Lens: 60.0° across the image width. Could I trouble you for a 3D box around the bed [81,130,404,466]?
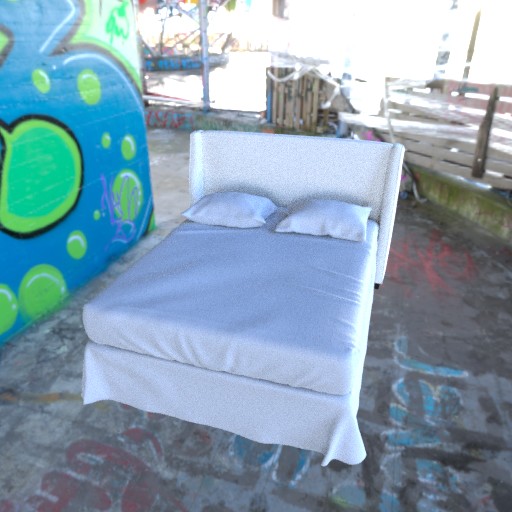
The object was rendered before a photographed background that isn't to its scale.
[{"bbox_3d":[0.000,0.000,3.310,1.925,1.332,2.276,8,29,15],"label":"bed"}]
